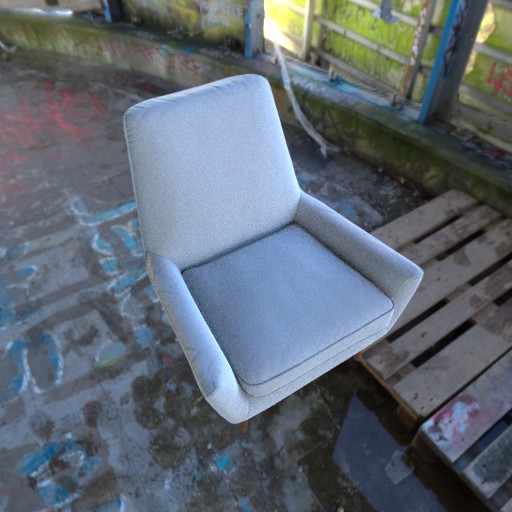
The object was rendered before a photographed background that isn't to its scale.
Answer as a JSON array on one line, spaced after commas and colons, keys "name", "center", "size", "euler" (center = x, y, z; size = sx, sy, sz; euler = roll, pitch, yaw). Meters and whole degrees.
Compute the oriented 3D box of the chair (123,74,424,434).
[{"name": "chair", "center": [0.000, 0.000, 1.507], "size": [0.787, 0.888, 0.822], "euler": [-25, 51, -22]}]
